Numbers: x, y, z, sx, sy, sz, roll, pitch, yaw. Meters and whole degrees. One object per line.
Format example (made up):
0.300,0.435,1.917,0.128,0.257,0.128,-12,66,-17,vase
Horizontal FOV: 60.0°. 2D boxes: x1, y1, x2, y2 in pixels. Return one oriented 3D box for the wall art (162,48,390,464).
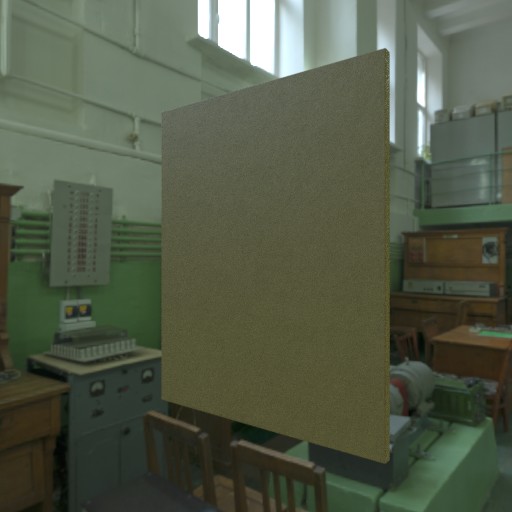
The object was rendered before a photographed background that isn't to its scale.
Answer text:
0.000,0.000,1.317,0.798,1.002,0.030,0,0,37,wall art
